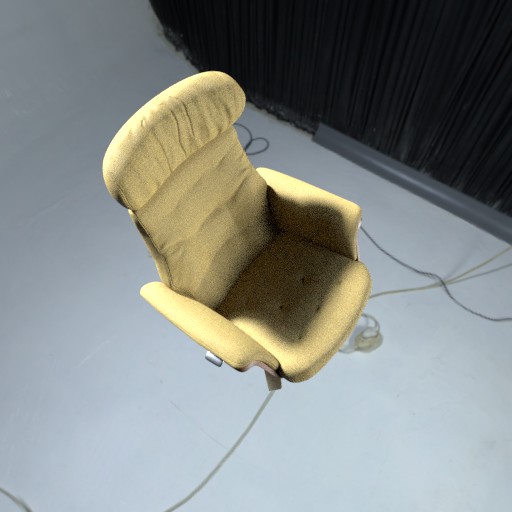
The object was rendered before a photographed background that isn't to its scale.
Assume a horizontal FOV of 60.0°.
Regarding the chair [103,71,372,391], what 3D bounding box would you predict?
[{"bbox_3d":[0.000,0.000,1.602,0.837,0.995,0.785,33,65,18],"label":"chair"}]
